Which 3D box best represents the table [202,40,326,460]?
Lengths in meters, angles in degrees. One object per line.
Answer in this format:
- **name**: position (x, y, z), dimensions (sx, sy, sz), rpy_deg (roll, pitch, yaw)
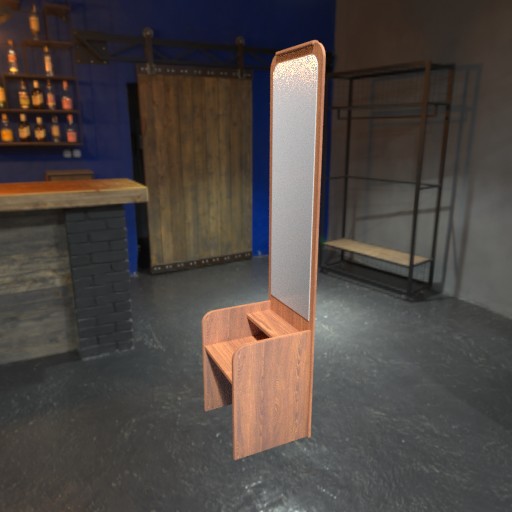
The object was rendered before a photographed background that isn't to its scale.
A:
- **table**: position (0.000, 0.000, 2.084), dimensions (0.420, 1.830, 0.450), rpy_deg (-7, 18, -24)
